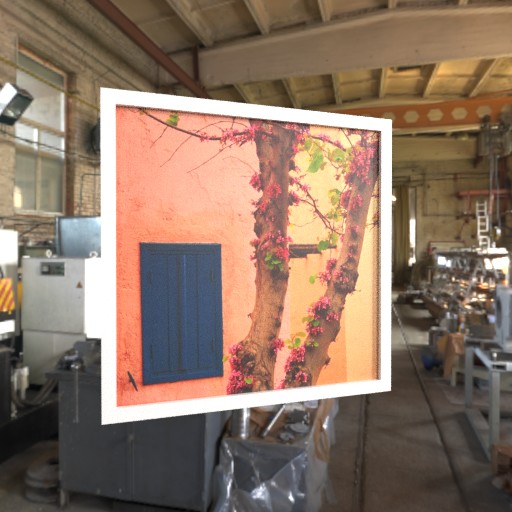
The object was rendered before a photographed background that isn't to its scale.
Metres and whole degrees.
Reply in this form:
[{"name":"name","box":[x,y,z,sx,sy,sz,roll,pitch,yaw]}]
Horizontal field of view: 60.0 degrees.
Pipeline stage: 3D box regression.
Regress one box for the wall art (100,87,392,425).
[{"name":"wall art","box":[0.000,0.000,0.462,0.305,0.302,0.038,0,1,-19]}]
